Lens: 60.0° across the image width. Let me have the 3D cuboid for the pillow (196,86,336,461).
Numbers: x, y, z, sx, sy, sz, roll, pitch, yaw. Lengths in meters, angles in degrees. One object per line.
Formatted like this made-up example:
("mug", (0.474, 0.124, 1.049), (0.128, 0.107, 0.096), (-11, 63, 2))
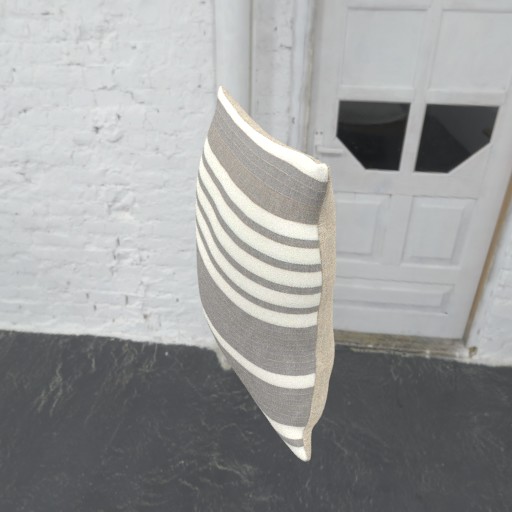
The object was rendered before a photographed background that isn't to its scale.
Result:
("pillow", (0.000, 0.000, 0.689), (0.182, 0.440, 0.439), (-9, 31, -15))
